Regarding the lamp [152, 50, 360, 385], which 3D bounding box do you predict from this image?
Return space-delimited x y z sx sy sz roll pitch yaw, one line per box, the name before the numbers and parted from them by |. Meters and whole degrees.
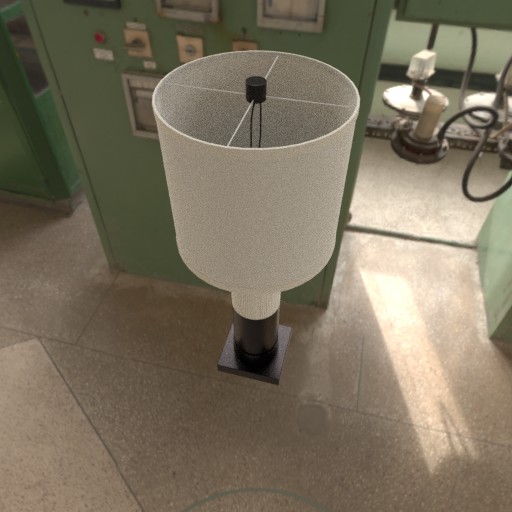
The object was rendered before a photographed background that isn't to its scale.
lamp | 0.000 0.000 0.628 0.211 0.509 0.211 11 48 10
